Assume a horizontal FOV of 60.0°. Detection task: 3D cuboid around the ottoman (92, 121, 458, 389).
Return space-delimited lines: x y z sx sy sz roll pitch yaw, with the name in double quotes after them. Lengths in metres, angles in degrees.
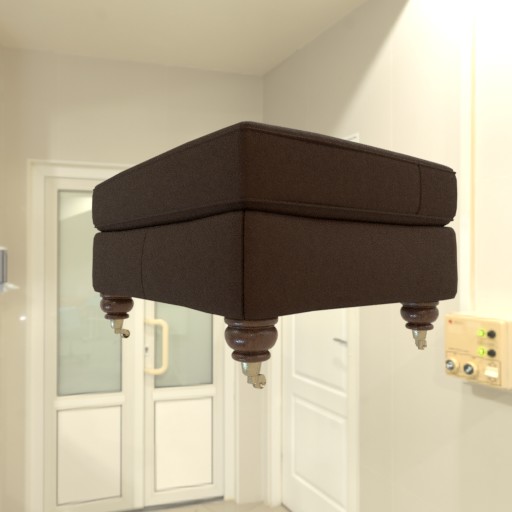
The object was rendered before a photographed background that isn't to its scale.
0.000 0.000 1.782 0.967 0.730 1.187 0 -1 -37 "ottoman"
